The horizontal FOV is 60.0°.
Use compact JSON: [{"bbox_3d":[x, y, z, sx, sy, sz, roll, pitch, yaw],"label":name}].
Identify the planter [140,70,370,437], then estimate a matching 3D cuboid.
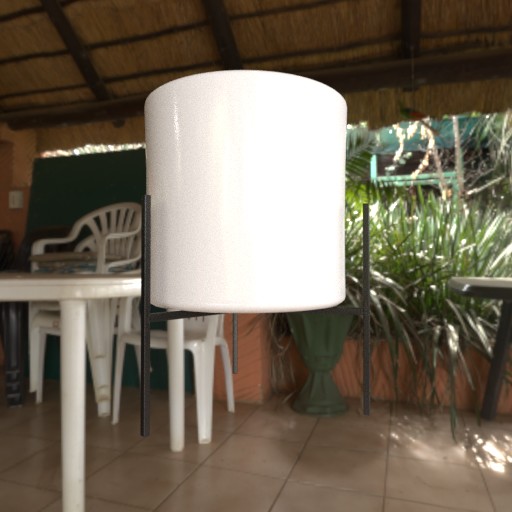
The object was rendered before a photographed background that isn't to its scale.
[{"bbox_3d":[0.000,0.000,0.727,0.361,0.480,0.360,0,-1,17],"label":"planter"}]
